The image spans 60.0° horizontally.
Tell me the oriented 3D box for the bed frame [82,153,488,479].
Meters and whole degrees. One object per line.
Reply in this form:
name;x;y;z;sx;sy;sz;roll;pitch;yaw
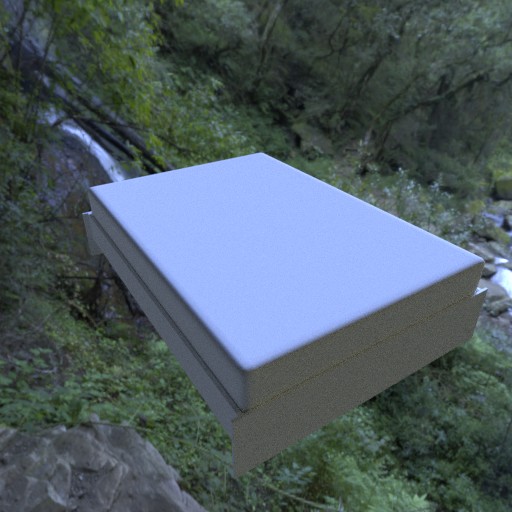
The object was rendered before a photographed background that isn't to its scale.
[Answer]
bed frame;0.000;0.000;2.567;1.445;0.497;1.945;-18;36;-28
